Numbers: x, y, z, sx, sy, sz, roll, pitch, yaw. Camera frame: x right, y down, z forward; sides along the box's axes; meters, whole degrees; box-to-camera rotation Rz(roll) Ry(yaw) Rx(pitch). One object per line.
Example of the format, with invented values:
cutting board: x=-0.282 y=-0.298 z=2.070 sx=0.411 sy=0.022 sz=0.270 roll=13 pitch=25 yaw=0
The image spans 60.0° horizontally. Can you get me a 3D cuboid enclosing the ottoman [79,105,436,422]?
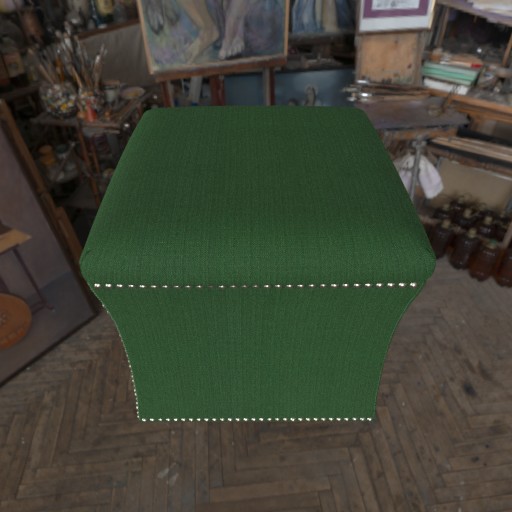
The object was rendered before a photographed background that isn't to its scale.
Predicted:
ottoman: x=0.000 y=0.000 z=0.895 sx=0.497 sy=0.475 sz=0.507 roll=0 pitch=41 yaw=0
